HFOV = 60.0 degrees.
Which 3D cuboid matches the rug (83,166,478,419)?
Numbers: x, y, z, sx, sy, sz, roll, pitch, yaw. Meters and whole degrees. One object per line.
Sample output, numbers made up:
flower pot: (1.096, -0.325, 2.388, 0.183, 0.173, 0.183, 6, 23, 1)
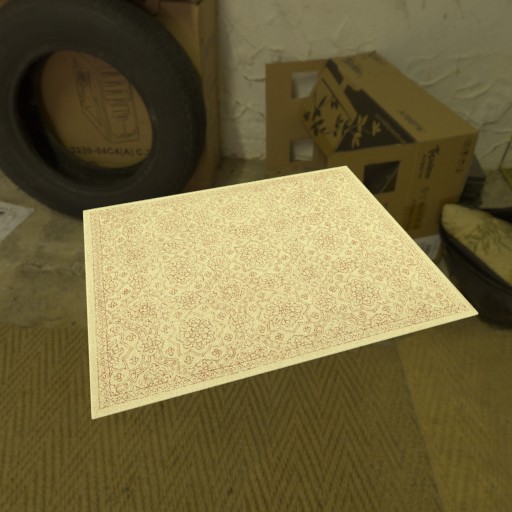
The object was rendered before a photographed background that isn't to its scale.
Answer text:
rug: (0.000, 0.000, 4.146, 3.050, 0.015, 2.441, -12, 43, -13)
